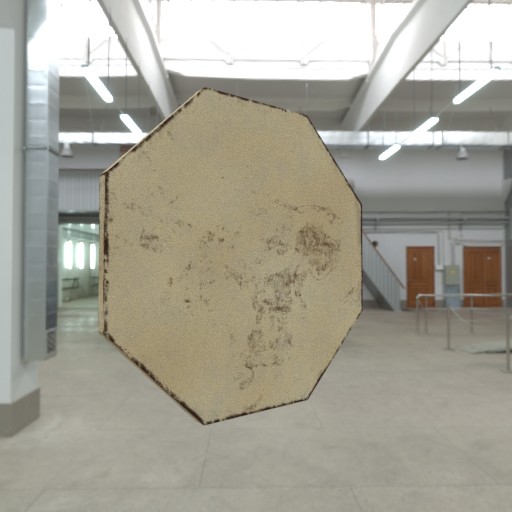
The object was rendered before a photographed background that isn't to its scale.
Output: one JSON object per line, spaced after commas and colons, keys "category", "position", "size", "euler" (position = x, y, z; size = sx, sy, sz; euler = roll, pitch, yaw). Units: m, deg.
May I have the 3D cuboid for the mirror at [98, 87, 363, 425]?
{"category": "mirror", "position": [0.000, 0.000, 0.939], "size": [0.648, 0.648, 0.031], "euler": [1, -1, -37]}
